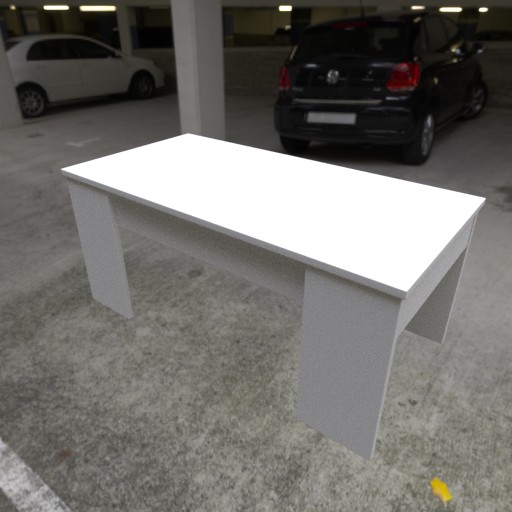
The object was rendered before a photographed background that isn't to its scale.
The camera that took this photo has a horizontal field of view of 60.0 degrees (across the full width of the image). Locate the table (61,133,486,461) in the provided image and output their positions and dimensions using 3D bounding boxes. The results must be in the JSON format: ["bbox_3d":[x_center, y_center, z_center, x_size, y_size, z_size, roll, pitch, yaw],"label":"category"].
[{"bbox_3d":[0.000,0.000,1.259,1.000,0.440,0.500,21,36,32],"label":"table"}]
